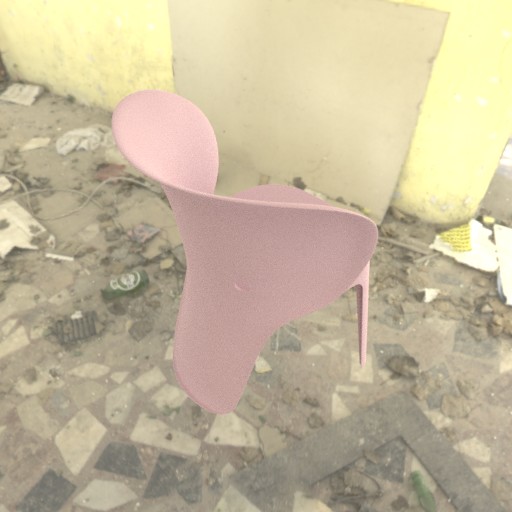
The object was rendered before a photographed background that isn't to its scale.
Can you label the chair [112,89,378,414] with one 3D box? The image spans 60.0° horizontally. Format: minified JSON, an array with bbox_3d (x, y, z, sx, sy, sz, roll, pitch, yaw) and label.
[{"bbox_3d":[0.000,0.000,0.835,0.402,0.554,0.451,-27,49,-26],"label":"chair"}]
